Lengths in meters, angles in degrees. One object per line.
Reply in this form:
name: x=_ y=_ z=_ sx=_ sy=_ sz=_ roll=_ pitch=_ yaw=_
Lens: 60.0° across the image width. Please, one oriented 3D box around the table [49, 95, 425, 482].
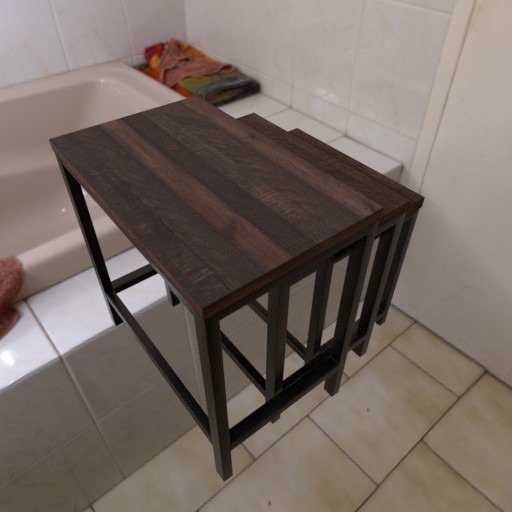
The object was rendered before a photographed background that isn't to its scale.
table: x=0.000 y=0.000 z=1.135 sx=0.660 sy=0.616 sz=0.608 roll=-28 pitch=49 yaw=-27
